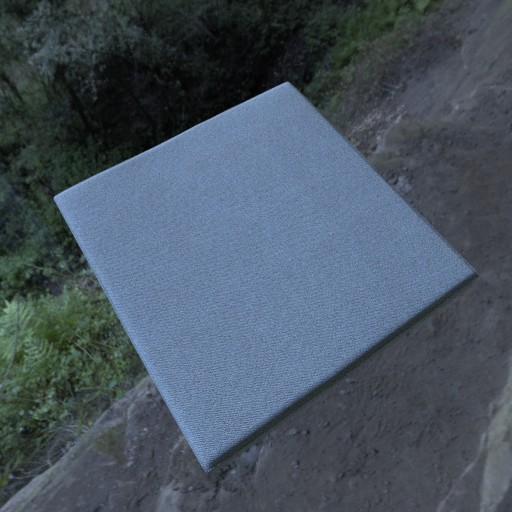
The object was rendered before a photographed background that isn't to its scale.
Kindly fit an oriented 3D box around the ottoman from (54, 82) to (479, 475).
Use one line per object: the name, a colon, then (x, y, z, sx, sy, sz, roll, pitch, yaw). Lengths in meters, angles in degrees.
ottoman: (0.000, 0.000, 1.534, 0.968, 0.379, 1.004, -31, 67, -14)
